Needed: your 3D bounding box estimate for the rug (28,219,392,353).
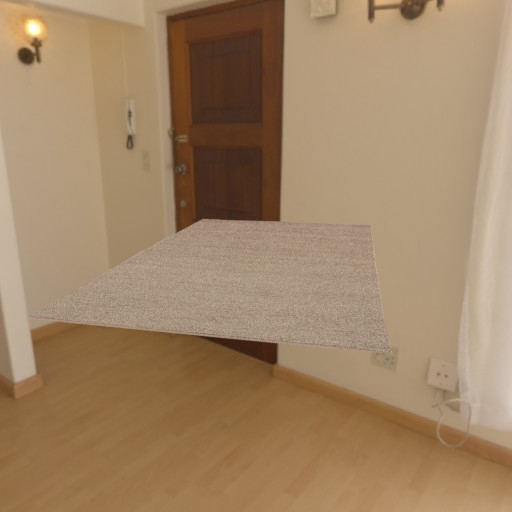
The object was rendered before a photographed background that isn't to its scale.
[{"bbox_3d":[0.000,0.000,2.177,1.154,0.021,1.792,3,16,12],"label":"rug"}]
